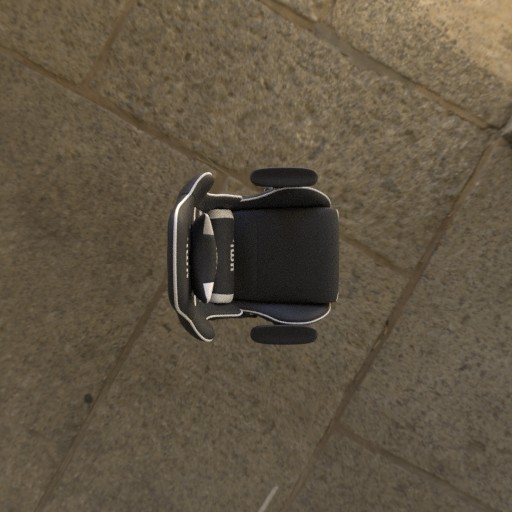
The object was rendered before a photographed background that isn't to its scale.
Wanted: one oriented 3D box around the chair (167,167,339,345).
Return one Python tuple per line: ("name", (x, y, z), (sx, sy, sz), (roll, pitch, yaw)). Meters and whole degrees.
("chair", (0.000, 0.000, 1.690), (0.700, 1.240, 0.700), (0, 91, -1))
